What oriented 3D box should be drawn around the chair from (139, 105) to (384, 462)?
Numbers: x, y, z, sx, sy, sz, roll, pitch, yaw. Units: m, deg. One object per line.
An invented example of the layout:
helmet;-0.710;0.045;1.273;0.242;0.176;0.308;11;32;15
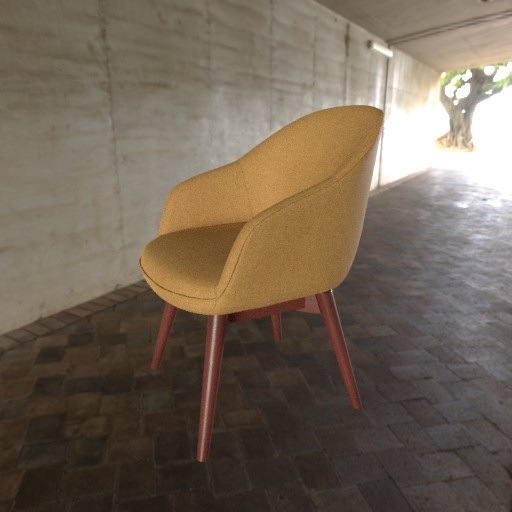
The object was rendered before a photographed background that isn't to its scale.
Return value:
chair;0.000;0.000;1.260;0.635;0.823;0.596;-8;18;-25
